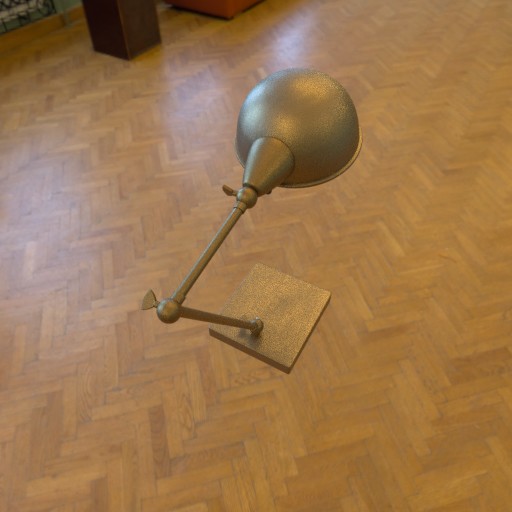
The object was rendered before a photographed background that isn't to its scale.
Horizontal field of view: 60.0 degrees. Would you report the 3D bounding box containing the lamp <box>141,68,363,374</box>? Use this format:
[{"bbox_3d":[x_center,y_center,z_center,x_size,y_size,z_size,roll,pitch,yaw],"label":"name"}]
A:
[{"bbox_3d":[0.000,0.000,0.539,0.149,0.371,0.339,22,51,19],"label":"lamp"}]
